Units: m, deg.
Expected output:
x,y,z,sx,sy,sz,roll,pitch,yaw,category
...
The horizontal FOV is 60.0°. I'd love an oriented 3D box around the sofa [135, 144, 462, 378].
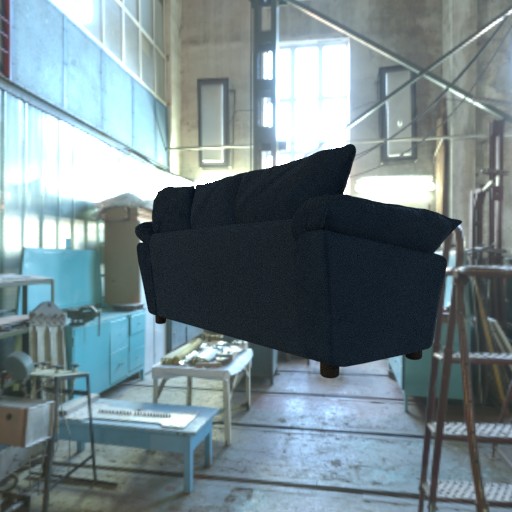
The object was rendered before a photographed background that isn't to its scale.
x,y,z,sx,sy,sz,roll,pitch,yaw,category
0.000,0.000,2.955,0.907,1.091,2.390,0,0,-35,sofa
